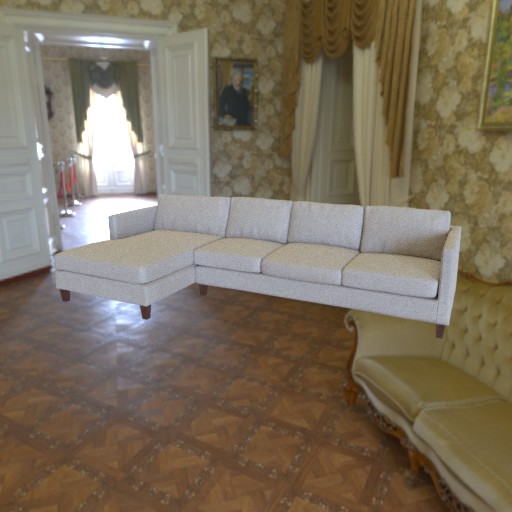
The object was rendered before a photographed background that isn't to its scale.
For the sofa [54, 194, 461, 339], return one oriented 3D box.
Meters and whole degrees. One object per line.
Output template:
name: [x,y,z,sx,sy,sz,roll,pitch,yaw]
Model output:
sofa: [0.000,0.000,3.867,3.186,0.846,1.625,7,16,26]
